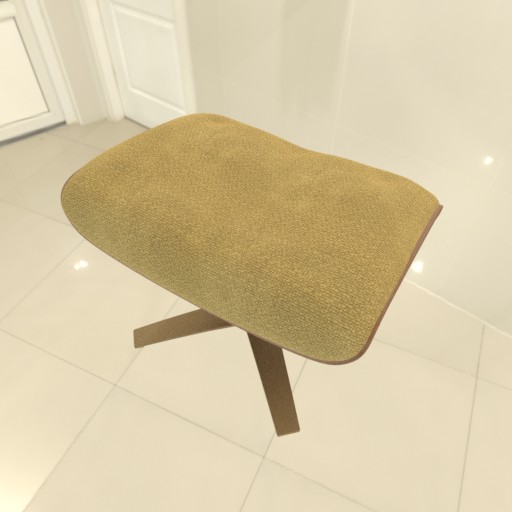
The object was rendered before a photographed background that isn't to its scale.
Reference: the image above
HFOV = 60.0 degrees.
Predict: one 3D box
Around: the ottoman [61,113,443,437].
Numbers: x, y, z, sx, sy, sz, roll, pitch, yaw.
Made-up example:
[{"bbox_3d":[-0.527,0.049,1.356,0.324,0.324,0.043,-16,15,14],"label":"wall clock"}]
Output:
[{"bbox_3d":[0.000,0.000,0.814,0.520,0.391,0.394,25,52,21],"label":"ottoman"}]
